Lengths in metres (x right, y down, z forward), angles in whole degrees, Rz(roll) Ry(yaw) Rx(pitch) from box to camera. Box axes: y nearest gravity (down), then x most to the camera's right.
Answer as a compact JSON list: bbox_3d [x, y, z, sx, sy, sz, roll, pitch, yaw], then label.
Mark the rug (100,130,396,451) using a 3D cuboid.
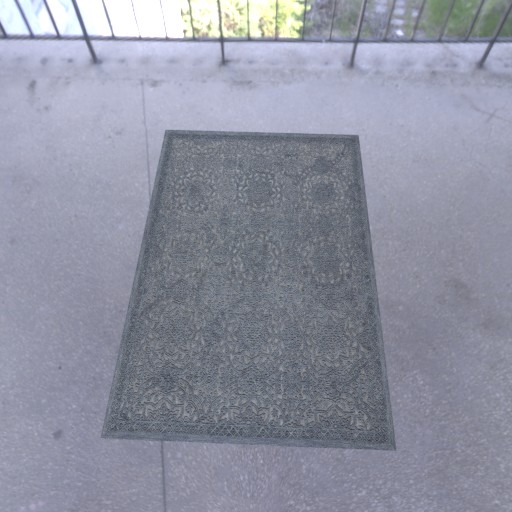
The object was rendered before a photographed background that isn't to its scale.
[{"bbox_3d":[0.000,0.000,2.292,1.208,0.012,1.819,2,58,1],"label":"rug"}]
